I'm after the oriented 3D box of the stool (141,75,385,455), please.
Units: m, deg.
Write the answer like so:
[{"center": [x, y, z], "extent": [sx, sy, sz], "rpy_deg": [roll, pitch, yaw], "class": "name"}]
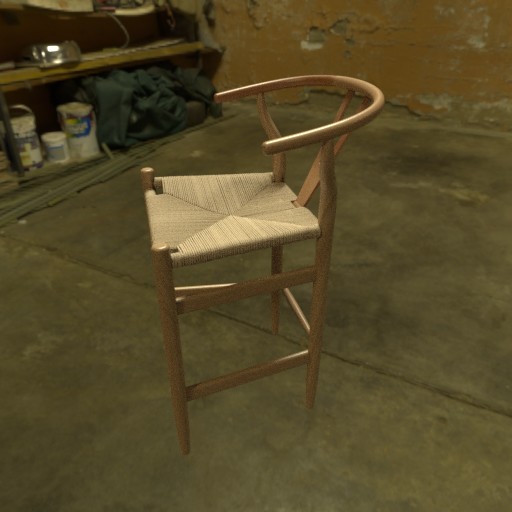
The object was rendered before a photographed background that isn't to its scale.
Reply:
[{"center": [0.000, 0.000, 1.271], "extent": [0.575, 0.923, 0.536], "rpy_deg": [-8, 31, -13], "class": "stool"}]
